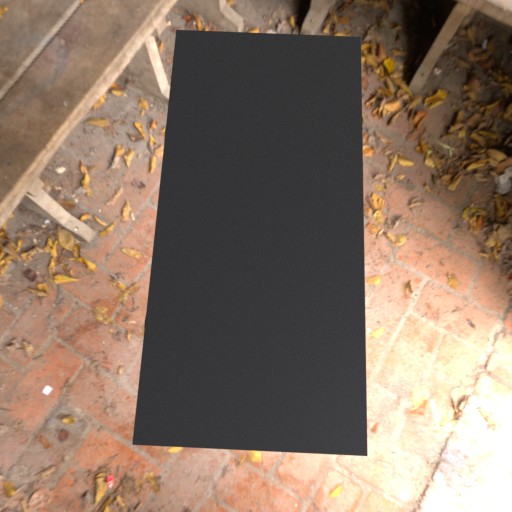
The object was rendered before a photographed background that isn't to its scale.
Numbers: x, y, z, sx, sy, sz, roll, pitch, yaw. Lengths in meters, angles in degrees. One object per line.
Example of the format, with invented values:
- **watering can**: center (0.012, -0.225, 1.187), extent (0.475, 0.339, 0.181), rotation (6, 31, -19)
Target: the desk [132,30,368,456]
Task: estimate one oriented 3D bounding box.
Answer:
- **desk**: center (0.000, 0.000, 1.456), extent (0.525, 0.780, 1.057), rotation (3, 76, 1)
